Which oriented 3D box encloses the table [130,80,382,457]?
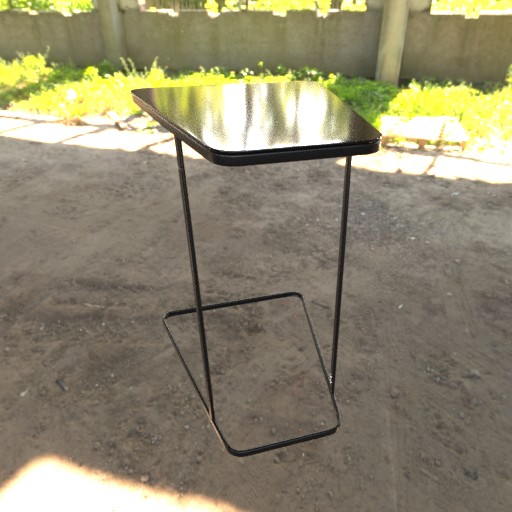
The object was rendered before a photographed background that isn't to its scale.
[{"bbox_3d":[0.000,0.000,0.956,0.427,0.624,0.500,-8,31,-14],"label":"table"}]
